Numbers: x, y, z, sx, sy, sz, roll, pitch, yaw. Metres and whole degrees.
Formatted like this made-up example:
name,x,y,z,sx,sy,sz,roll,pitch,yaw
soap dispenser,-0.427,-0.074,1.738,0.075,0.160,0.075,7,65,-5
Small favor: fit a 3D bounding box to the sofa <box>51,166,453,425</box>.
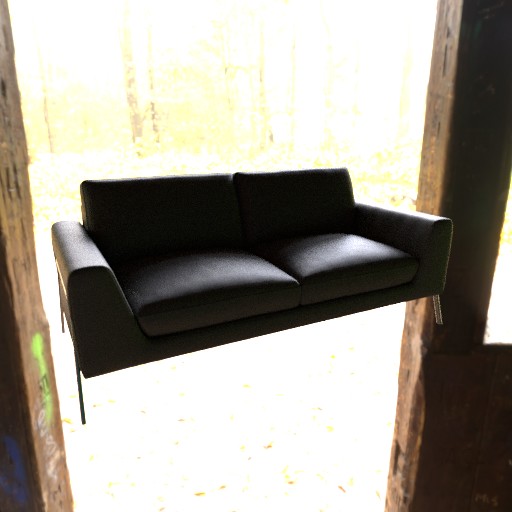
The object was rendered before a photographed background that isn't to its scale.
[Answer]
name,x,y,z,sx,sy,sz,roll,pitch,yaw
sofa,0.000,0.000,2.455,2.017,0.875,0.953,-8,19,-26
